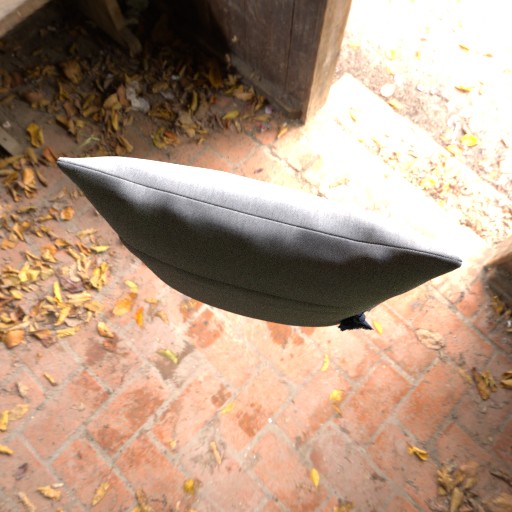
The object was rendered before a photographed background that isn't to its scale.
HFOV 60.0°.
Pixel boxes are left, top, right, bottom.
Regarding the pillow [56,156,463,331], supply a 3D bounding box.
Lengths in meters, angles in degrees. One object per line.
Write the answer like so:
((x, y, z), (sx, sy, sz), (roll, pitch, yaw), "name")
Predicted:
((0.000, 0.000, 0.666), (0.433, 0.436, 0.173), (14, 75, 4), "pillow")
